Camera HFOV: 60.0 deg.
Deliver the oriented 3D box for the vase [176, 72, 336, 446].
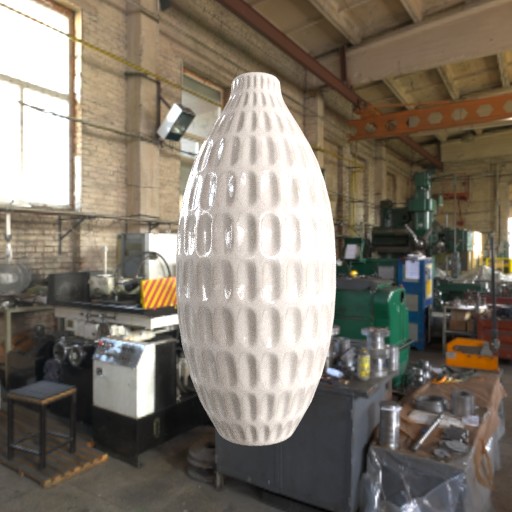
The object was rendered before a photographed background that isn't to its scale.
[{"bbox_3d":[0.000,0.000,0.357,0.127,0.282,0.127,0,0,0],"label":"vase"}]
